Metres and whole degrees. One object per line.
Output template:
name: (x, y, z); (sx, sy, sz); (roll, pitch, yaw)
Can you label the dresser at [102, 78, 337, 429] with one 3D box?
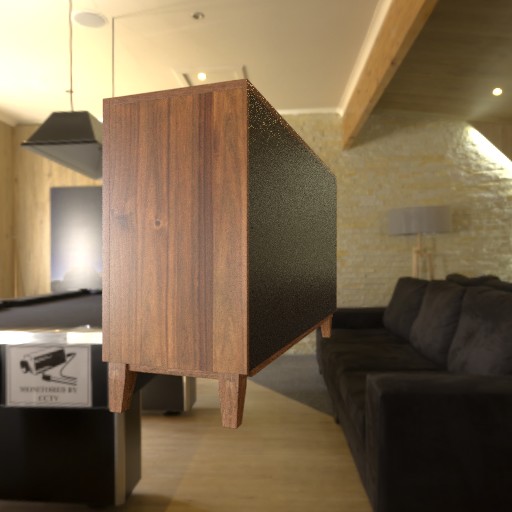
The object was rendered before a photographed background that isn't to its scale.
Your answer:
dresser: (0.000, 0.000, 1.825); (0.446, 0.873, 1.400); (0, 0, 19)
